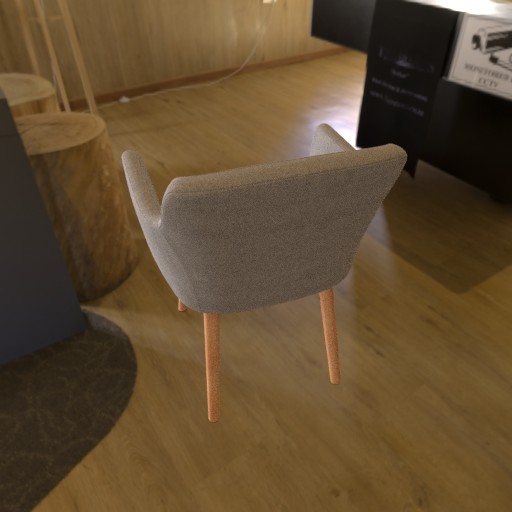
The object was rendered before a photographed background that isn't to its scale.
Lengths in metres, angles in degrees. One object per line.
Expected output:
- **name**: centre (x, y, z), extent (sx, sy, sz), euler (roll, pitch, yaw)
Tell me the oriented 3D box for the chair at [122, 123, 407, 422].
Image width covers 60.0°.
- **chair**: centre (0.000, 0.000, 1.171), extent (0.570, 0.780, 0.540), euler (-12, 41, -14)
